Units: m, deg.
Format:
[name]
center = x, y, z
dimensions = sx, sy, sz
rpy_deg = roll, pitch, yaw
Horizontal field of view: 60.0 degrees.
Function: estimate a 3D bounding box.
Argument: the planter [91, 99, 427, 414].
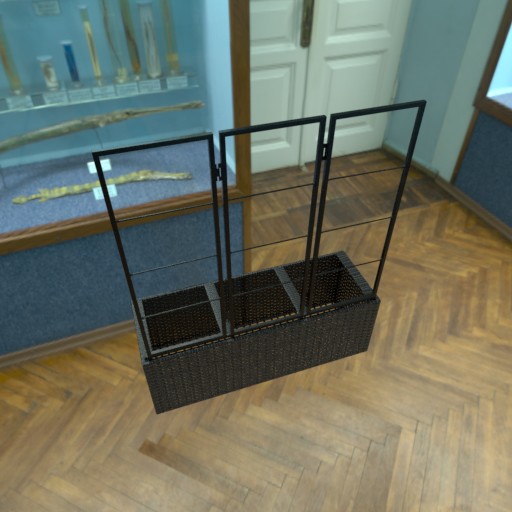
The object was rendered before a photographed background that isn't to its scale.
[planter]
center = 0.000, 0.000, 1.187
dimensions = 0.699, 0.841, 0.244
rpy_deg = -13, 43, -14
